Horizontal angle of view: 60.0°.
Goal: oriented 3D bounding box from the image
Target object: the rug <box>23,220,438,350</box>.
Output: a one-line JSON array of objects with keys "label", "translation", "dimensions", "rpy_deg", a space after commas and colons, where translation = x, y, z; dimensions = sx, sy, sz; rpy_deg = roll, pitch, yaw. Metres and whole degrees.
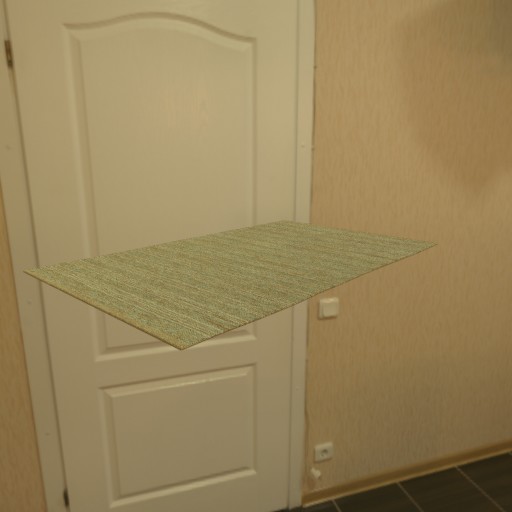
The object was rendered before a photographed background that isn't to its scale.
[{"label": "rug", "translation": [0.000, 0.000, 3.013], "dimensions": [1.540, 0.012, 2.448], "rpy_deg": [13, 19, 41]}]
